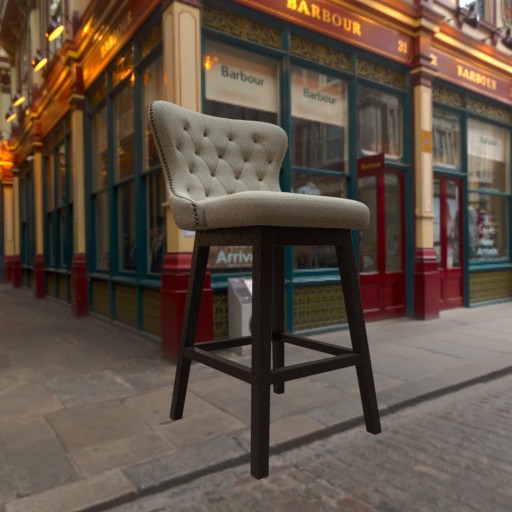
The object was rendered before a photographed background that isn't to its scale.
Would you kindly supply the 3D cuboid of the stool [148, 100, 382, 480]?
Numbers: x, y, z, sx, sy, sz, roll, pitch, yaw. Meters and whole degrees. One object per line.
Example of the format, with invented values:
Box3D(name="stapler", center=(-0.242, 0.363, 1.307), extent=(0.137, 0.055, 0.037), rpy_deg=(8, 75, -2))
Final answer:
Box3D(name="stool", center=(0.000, 0.000, 1.327), extent=(0.528, 0.971, 0.593), rpy_deg=(-1, 1, -36))
